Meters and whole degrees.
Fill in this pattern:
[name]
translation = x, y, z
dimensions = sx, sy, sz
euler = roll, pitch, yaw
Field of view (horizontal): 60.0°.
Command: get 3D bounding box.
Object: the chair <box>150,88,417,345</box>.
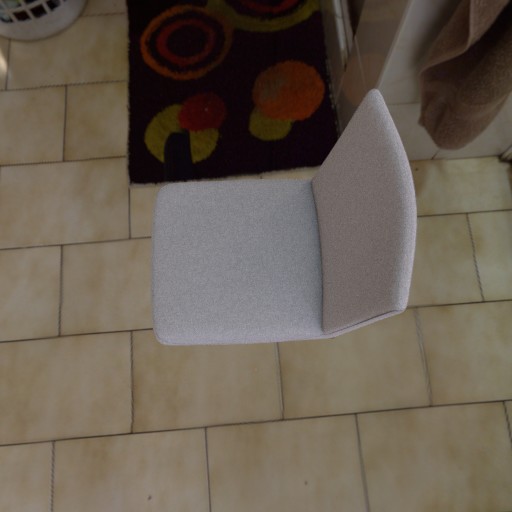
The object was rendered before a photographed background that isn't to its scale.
[chair]
translation = 0.000, 0.000, 1.188
dimensions = 0.570, 0.859, 0.456
euler = -2, 76, -1
